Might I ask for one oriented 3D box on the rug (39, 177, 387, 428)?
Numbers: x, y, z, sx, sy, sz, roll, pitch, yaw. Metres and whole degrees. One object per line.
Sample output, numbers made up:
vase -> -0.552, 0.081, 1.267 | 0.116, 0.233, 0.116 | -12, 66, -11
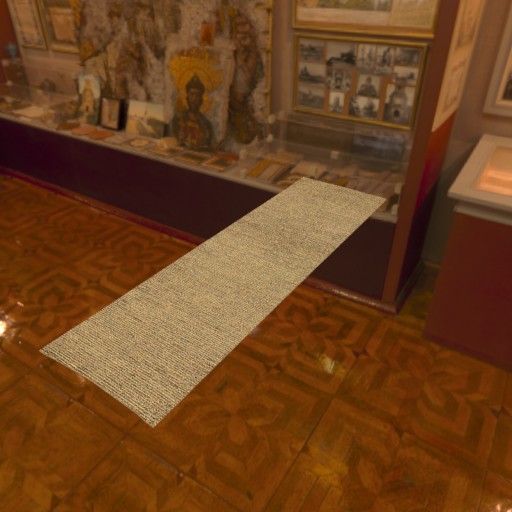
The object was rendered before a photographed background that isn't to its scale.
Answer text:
rug -> 0.000, 0.000, 2.581 | 0.697, 0.013, 2.335 | 21, 39, 29
